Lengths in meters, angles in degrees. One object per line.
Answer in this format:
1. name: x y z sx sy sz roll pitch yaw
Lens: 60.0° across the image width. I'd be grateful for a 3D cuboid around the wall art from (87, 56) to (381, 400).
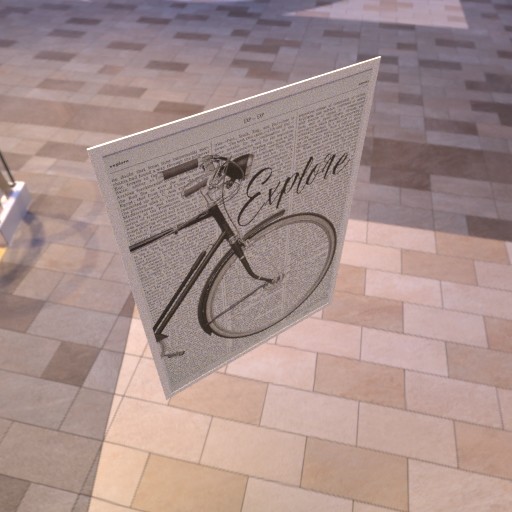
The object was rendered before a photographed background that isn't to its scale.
1. wall art: 0.000 0.000 0.806 0.457 0.610 0.003 -26 51 -23
